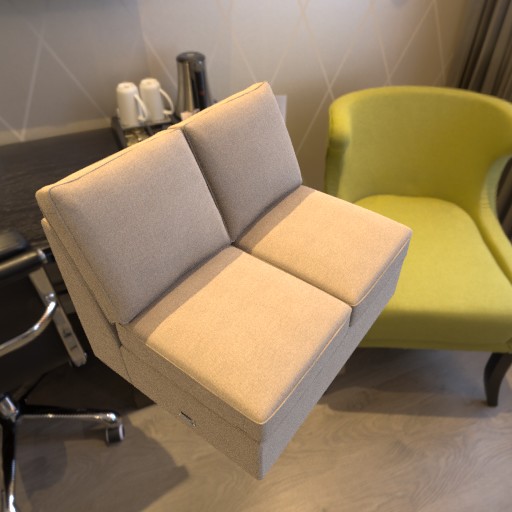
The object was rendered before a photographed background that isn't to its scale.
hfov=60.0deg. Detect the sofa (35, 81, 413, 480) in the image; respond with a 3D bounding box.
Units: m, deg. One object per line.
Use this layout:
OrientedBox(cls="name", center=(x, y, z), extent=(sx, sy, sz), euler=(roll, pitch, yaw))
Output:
OrientedBox(cls="sofa", center=(0.000, 0.000, 1.908), extent=(0.978, 1.006, 1.232), euler=(26, 48, 27))
